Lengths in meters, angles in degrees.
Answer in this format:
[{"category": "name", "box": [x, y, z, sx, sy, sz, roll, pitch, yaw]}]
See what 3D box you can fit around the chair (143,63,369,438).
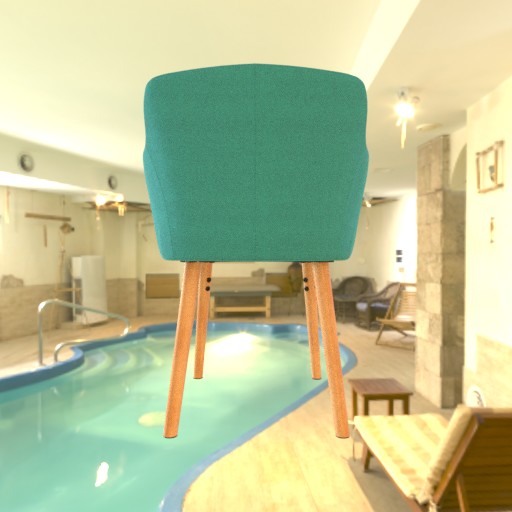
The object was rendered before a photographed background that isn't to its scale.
[{"category": "chair", "box": [0.000, 0.000, 1.147, 0.570, 0.780, 0.540, 0, 1, 0]}]
